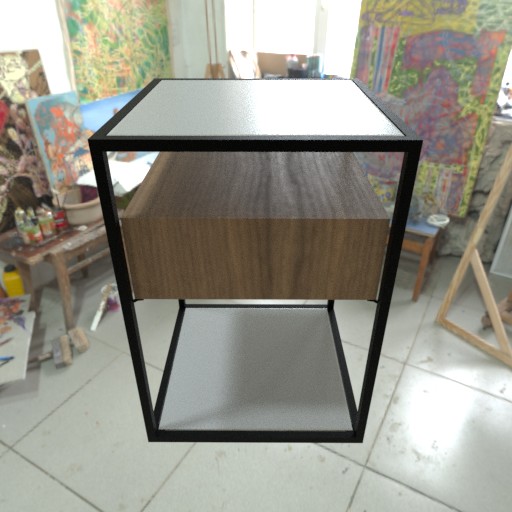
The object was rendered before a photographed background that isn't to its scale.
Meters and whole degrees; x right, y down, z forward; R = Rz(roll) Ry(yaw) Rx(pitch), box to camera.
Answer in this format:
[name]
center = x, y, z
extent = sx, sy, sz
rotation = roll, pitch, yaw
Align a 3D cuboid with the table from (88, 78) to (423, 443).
[table]
center = 0.000, 0.000, 0.800
extent = 0.378, 0.540, 0.378
rotation = 0, 32, 0
